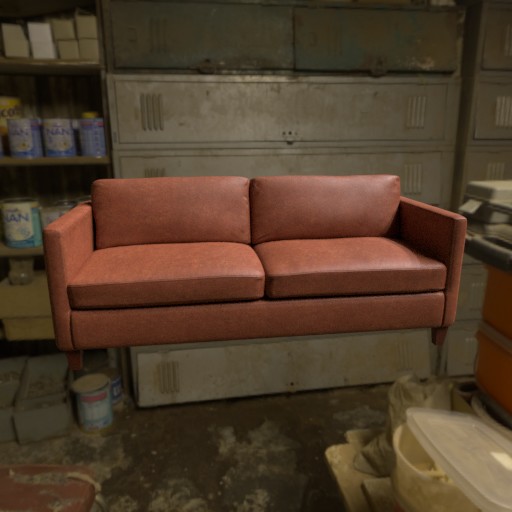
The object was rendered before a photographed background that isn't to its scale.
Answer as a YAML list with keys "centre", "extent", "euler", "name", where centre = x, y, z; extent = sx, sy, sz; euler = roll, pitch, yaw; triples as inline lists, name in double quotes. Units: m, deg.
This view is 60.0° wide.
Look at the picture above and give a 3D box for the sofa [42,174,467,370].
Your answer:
- centre: [0.000, 0.000, 2.741]
  extent: [2.204, 0.932, 0.950]
  euler: [-2, 16, -8]
  name: "sofa"
